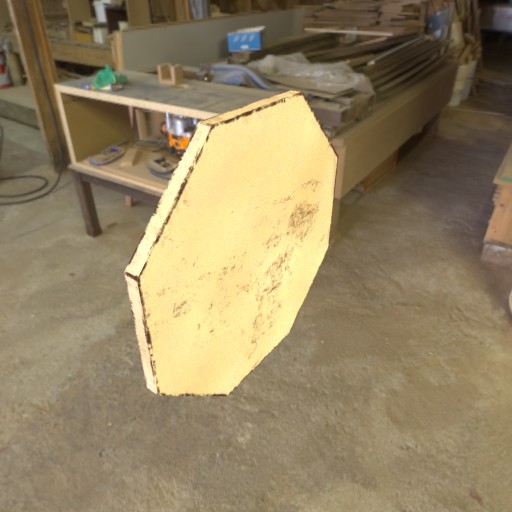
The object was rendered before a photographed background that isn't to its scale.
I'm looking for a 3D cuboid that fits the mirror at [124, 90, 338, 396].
[{"bbox_3d":[0.000,0.000,0.973,0.031,0.648,0.648,22,40,30],"label":"mirror"}]
